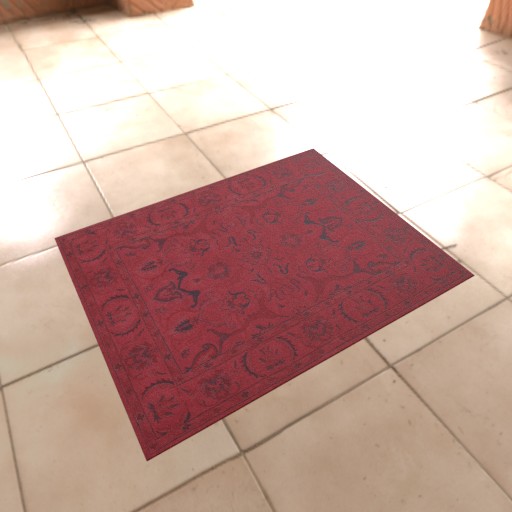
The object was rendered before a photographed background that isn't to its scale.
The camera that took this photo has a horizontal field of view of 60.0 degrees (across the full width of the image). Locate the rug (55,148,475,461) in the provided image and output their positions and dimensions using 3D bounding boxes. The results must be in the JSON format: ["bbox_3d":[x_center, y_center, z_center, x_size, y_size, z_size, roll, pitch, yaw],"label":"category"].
[{"bbox_3d":[0.000,0.000,3.900,2.929,0.012,2.300,-23,50,-21],"label":"rug"}]
